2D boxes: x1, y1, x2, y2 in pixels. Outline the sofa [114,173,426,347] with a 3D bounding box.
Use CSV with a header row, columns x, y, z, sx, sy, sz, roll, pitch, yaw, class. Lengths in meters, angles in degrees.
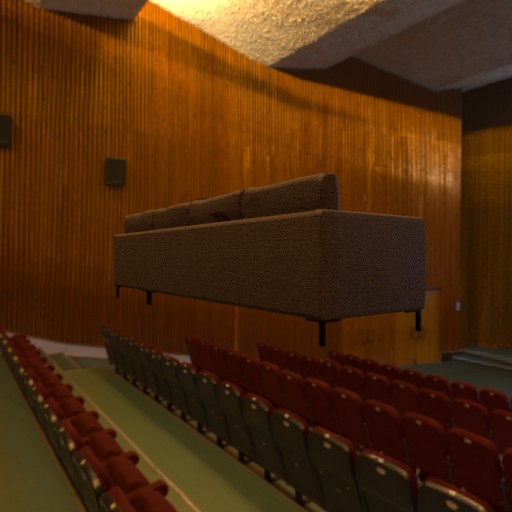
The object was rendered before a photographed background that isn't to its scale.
x,y,z,sx,sy,sz,roll,pitch,yaw,class
0.000,0.000,3.851,1.483,0.892,3.221,0,0,-35,sofa
